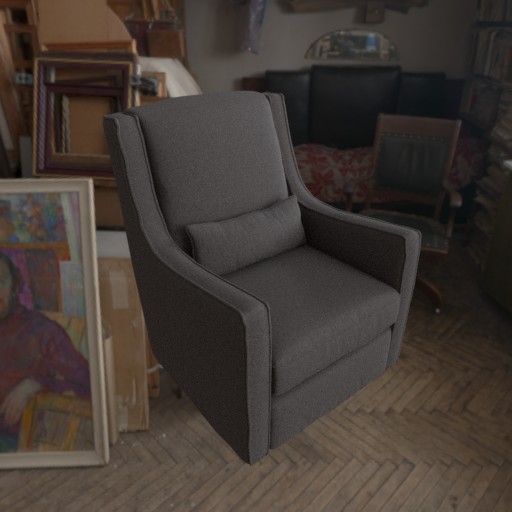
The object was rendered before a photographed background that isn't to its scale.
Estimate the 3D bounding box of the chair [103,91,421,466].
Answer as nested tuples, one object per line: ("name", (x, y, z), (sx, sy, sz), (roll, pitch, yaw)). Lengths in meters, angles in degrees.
("chair", (0.000, 0.000, 1.576), (0.732, 0.993, 0.879), (-22, 36, -32))
